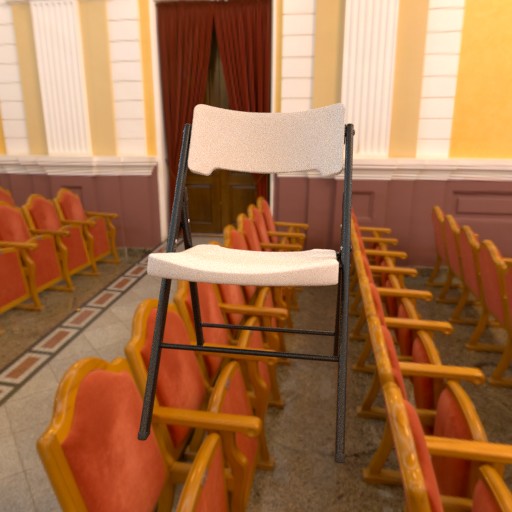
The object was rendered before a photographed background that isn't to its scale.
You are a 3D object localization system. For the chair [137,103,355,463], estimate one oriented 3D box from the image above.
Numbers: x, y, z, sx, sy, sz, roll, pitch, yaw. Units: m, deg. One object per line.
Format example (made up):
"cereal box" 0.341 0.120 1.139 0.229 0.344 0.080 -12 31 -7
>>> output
"chair" 0.000 0.000 1.141 0.482 0.765 0.577 3 16 9
